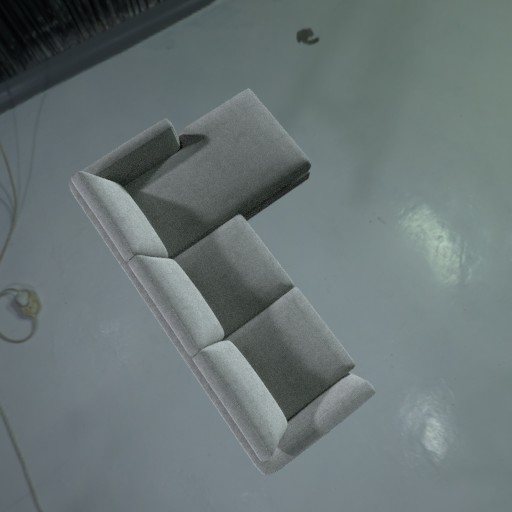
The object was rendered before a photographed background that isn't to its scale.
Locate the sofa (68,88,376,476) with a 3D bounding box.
[{"bbox_3d":[0.000,0.000,3.220,1.626,0.864,2.438,-35,78,-9],"label":"sofa"}]
